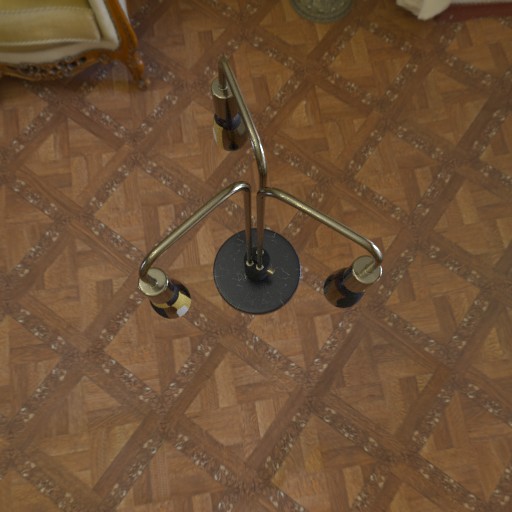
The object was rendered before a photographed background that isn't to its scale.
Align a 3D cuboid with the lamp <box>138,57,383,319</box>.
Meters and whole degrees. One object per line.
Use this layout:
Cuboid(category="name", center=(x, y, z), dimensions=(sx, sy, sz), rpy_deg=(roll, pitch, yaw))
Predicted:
Cuboid(category="lamp", center=(0.000, 0.000, 0.782), dimensions=(0.368, 0.560, 0.355), rpy_deg=(34, 78, 8))
